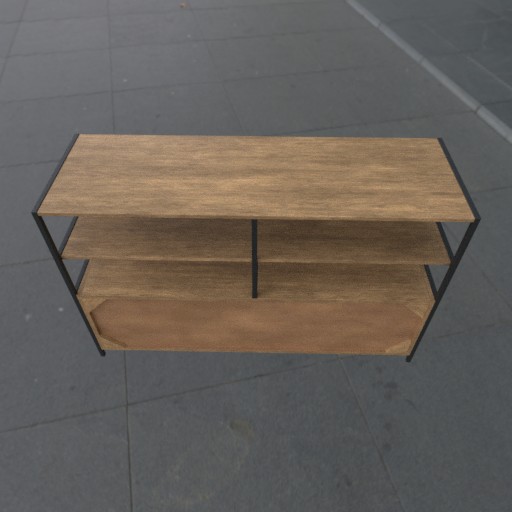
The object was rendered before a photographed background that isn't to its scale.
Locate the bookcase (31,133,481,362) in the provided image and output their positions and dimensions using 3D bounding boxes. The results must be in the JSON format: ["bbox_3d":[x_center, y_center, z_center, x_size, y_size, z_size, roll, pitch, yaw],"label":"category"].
[{"bbox_3d":[0.000,0.000,1.520,1.149,0.712,0.391,1,47,1],"label":"bookcase"}]
